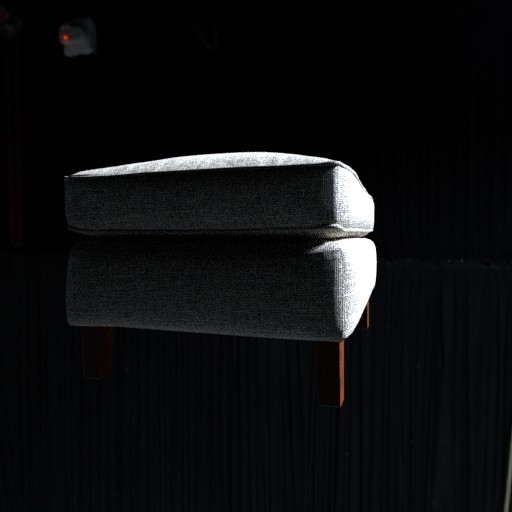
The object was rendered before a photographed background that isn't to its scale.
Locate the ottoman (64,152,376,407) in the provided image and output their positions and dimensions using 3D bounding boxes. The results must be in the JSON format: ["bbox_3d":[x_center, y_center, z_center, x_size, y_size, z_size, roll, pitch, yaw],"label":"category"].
[{"bbox_3d":[0.000,0.000,0.980,0.508,0.406,0.686,1,3,18],"label":"ottoman"}]
